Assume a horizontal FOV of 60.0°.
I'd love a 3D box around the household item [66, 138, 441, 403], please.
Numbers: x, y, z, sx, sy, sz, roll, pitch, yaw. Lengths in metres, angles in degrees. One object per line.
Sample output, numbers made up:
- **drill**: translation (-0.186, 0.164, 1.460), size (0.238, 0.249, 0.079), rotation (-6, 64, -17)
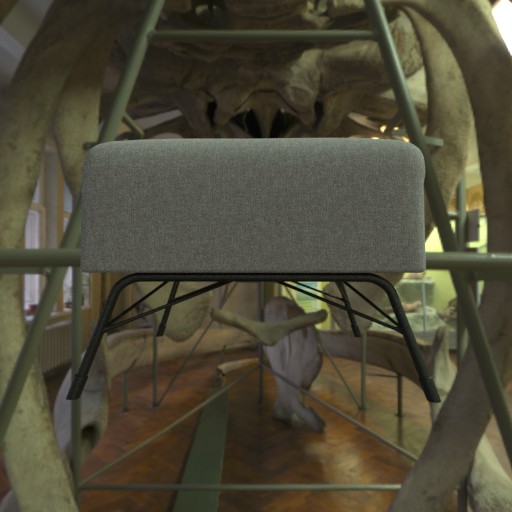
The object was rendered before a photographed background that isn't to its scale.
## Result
- **household item**: translation (0.000, 0.000, 0.885), size (0.530, 0.410, 0.530), rotation (0, 0, 1)
